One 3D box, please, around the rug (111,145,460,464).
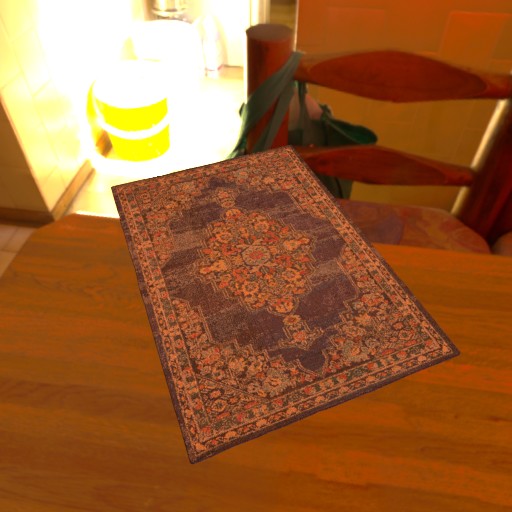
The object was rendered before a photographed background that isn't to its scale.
[{"bbox_3d":[0.000,0.000,3.888,2.053,0.011,2.940,-17,49,-15],"label":"rug"}]
